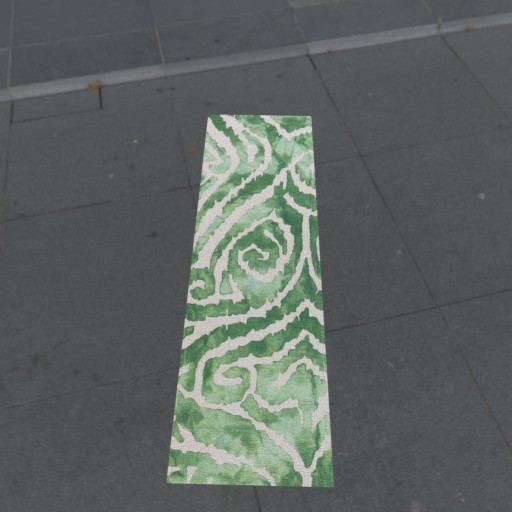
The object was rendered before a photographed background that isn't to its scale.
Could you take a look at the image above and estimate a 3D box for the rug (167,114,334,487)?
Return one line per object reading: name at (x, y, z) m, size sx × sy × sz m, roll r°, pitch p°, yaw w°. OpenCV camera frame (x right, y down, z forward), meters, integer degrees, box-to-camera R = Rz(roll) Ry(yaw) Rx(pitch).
rug at (0.000, 0.000, 2.648) m, size 0.761 × 0.006 × 2.438 m, roll 1°, pitch 59°, yaw 1°
